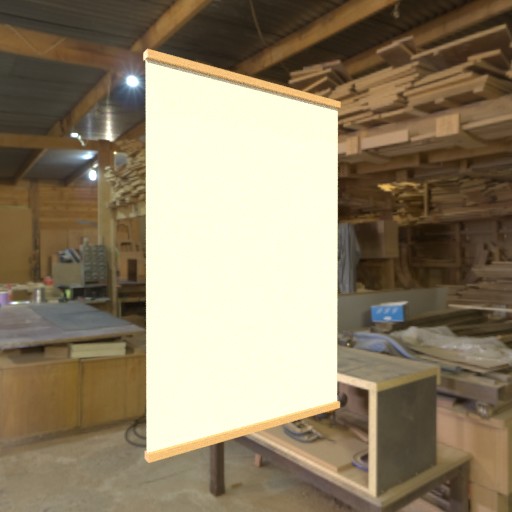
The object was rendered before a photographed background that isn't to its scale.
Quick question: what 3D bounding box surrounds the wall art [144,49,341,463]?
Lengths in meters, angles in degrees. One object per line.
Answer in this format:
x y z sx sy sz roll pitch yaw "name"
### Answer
0.000 0.000 1.918 0.991 1.510 0.040 0 1 -35 "wall art"
